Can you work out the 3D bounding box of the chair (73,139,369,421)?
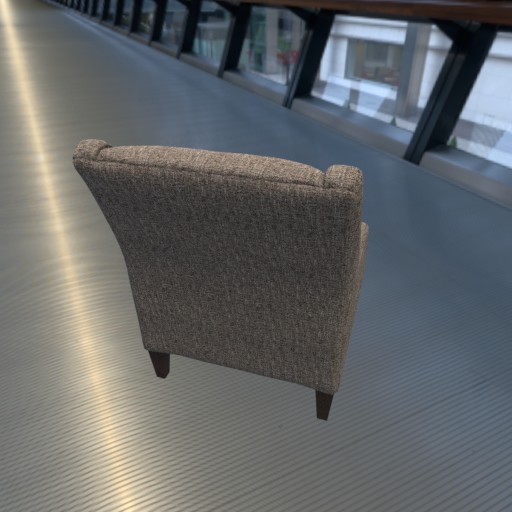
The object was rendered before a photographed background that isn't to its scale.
[{"bbox_3d":[0.000,0.000,1.652,0.774,1.014,0.870,9,32,15],"label":"chair"}]
